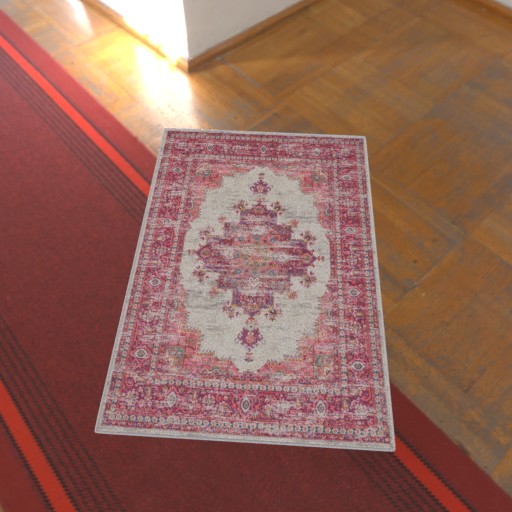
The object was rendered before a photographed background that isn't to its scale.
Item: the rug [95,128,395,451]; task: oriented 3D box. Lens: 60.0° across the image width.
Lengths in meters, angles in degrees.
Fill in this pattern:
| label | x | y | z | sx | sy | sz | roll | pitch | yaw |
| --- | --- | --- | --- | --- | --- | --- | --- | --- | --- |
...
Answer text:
| label | x | y | z | sx | sy | sz | roll | pitch | yaw |
| --- | --- | --- | --- | --- | --- | --- | --- | --- | --- |
| rug | 0.000 | 0.000 | 2.847 | 1.555 | 0.011 | 2.232 | 3 | 59 | 2 |
